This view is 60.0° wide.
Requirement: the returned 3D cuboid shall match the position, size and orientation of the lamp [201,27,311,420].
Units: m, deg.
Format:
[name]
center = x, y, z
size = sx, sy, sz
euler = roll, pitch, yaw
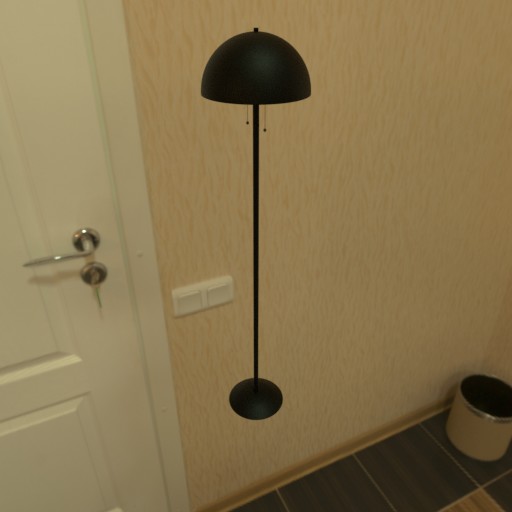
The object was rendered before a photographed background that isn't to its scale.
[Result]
[lamp]
center = 0.000, 0.000, 1.614
size = 0.328, 1.480, 0.328
euler = 20, 36, 30
